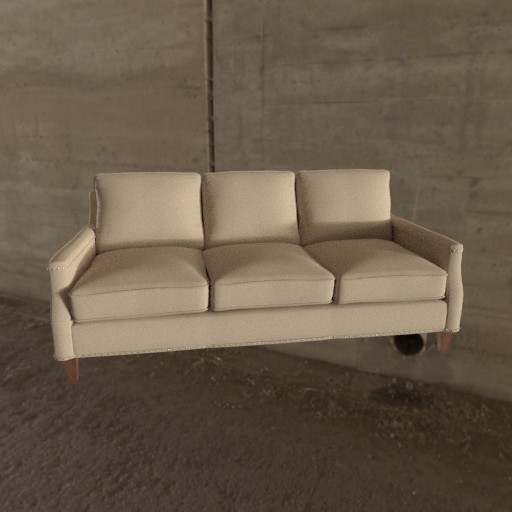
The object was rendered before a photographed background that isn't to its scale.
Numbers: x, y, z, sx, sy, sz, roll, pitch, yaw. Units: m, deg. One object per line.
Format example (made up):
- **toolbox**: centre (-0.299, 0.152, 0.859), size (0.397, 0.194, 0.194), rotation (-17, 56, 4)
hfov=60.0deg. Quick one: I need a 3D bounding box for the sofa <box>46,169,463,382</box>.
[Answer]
- **sofa**: centre (0.000, 0.000, 2.807), size (2.246, 1.003, 1.084), rotation (-2, 16, -8)
